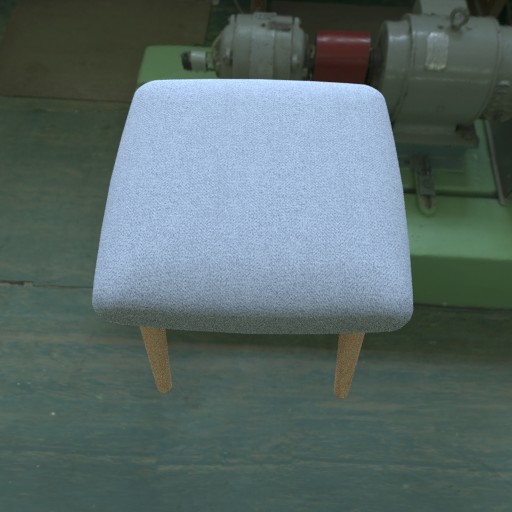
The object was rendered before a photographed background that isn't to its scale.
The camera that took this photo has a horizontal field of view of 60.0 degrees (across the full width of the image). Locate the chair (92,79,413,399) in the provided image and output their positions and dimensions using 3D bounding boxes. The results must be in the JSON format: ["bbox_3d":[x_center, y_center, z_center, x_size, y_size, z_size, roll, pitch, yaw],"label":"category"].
[{"bbox_3d":[0.000,0.000,0.685,0.350,0.440,0.350,2,63,1],"label":"chair"}]
